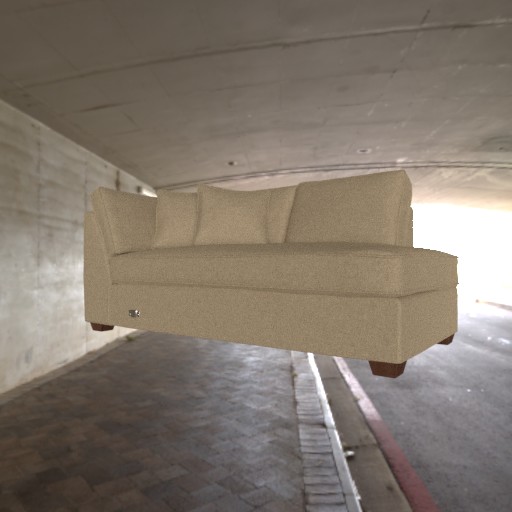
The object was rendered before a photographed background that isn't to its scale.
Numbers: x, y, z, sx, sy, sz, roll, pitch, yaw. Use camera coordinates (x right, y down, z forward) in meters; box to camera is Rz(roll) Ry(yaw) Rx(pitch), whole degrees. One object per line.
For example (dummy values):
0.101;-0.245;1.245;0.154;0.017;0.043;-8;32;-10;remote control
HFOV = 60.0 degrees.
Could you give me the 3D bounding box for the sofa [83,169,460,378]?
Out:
0.000;0.000;2.846;2.237;1.033;1.110;0;-1;36;sofa
